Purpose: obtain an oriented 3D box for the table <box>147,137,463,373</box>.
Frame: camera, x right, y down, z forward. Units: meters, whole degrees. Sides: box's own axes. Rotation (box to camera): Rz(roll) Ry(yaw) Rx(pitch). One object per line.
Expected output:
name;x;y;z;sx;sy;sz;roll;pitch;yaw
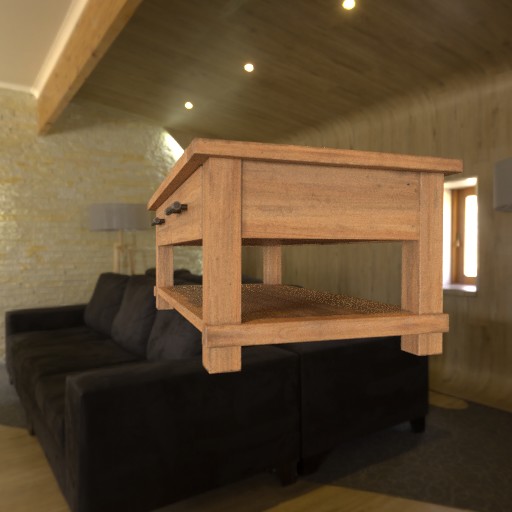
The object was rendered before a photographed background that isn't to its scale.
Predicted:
table;0.000;0.000;1.610;0.693;0.494;1.270;0;0;-18
